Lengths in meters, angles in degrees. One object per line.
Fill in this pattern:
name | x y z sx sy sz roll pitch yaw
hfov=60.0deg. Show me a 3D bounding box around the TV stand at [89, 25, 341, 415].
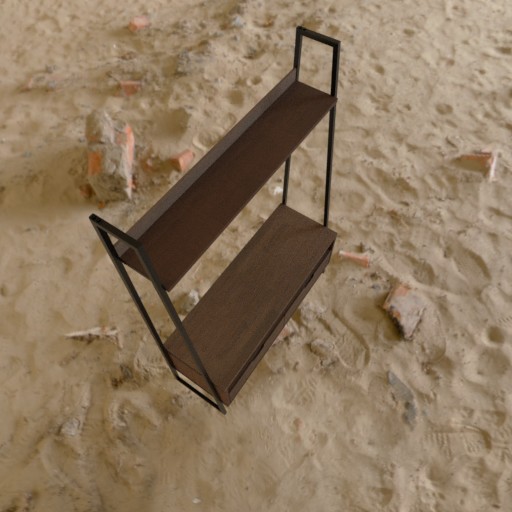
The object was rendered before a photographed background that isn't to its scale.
TV stand | 0.000 0.000 2.340 0.432 1.772 1.250 30 63 17
